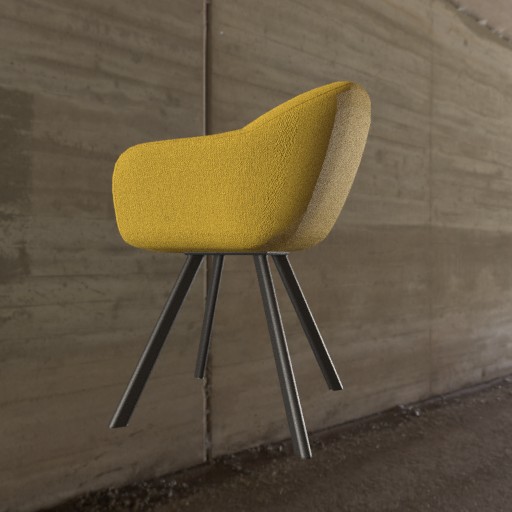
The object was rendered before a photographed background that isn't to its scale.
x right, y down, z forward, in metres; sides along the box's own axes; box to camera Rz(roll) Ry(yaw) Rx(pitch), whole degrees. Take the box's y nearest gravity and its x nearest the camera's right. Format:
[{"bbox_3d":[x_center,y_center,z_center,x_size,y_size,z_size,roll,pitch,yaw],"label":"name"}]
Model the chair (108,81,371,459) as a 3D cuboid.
[{"bbox_3d":[0.000,0.000,1.128,0.565,0.775,0.545,0,0,19],"label":"chair"}]
